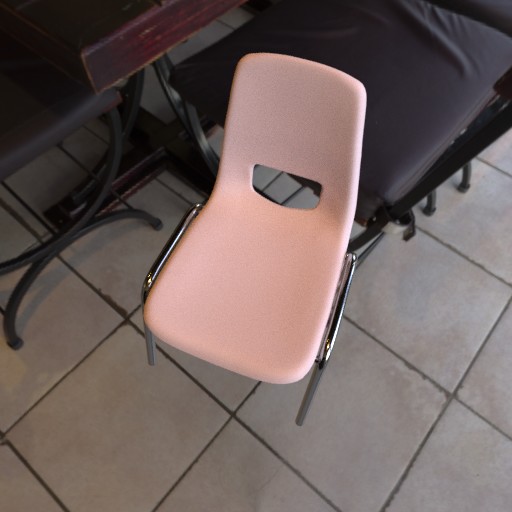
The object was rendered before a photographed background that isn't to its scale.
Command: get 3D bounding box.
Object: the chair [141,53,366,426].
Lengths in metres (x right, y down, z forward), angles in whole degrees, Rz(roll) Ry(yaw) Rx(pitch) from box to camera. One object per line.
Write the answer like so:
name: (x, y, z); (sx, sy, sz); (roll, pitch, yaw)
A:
chair: (0.000, 0.000, 0.784); (0.354, 0.536, 0.385); (19, 61, 11)
